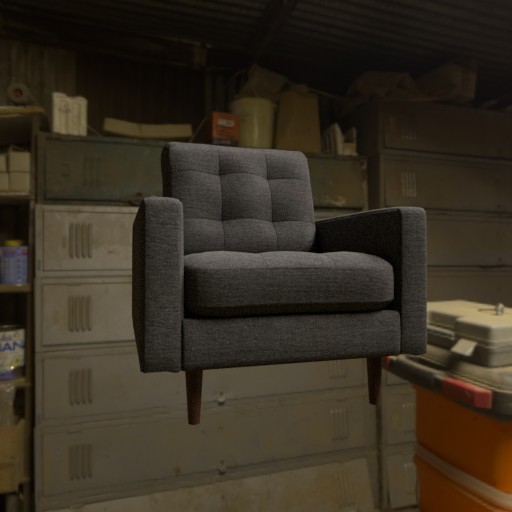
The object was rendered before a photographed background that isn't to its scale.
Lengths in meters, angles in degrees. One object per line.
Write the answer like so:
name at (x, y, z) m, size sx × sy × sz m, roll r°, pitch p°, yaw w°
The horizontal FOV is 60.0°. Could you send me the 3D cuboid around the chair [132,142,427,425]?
chair at (0.000, 0.000, 1.551) m, size 0.821 × 0.880 × 0.843 m, roll 0°, pitch 0°, yaw -17°
